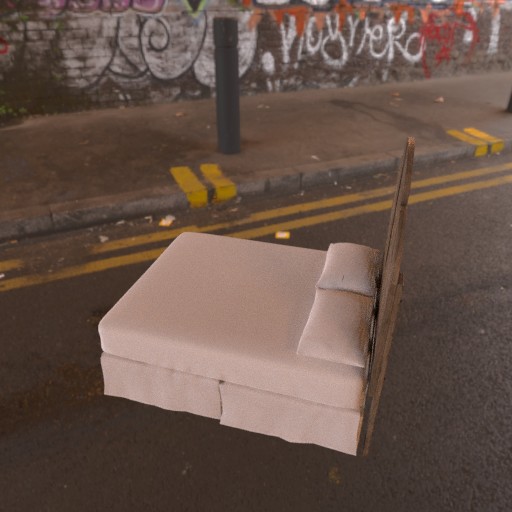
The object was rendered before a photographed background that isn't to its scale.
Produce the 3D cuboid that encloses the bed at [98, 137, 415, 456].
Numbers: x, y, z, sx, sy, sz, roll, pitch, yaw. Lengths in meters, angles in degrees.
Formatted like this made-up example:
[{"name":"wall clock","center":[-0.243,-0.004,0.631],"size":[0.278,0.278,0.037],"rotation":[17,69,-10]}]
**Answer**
[{"name":"bed","center":[0.000,0.000,3.512],"size":[2.138,2.019,1.713],"rotation":[9,33,14]}]
